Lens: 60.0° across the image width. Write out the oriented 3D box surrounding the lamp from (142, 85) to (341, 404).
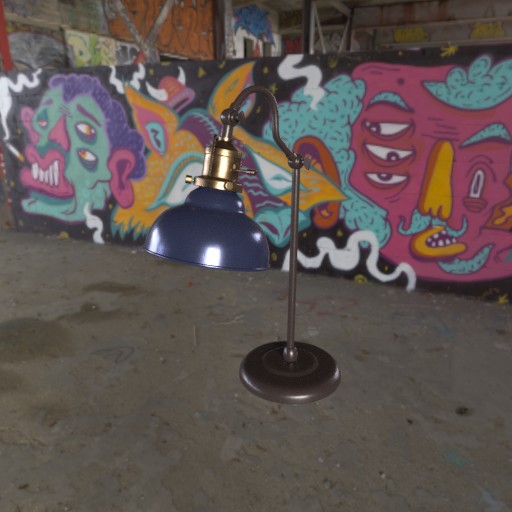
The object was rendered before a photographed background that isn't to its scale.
[{"bbox_3d":[0.000,0.000,0.705,0.192,0.508,0.374,17,24,42],"label":"lamp"}]
